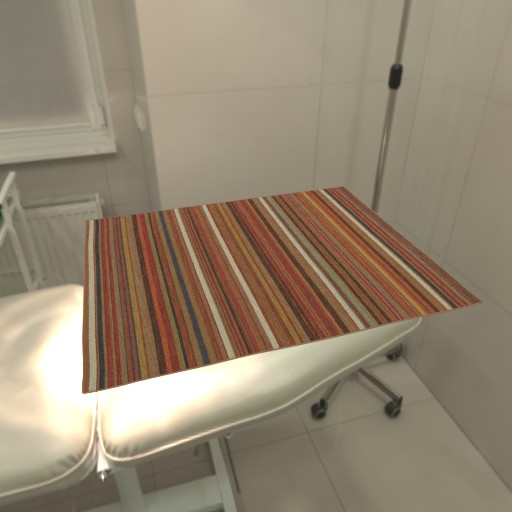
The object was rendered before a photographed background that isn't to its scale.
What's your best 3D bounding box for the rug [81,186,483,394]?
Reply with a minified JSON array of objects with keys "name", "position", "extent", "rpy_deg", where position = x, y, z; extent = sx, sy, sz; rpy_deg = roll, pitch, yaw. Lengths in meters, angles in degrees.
[{"name":"rug","position":[0.000,0.000,4.177],"extent":[3.092,0.023,2.479],"rpy_deg":[-9,33,-15]}]
